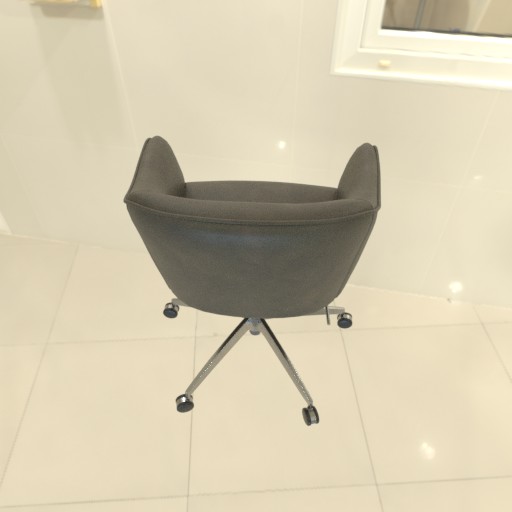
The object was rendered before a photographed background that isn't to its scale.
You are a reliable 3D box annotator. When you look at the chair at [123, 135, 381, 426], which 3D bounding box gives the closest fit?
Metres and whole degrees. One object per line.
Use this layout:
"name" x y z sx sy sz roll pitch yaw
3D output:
"chair" 0.000 0.000 1.352 0.713 0.827 0.689 3 45 3
